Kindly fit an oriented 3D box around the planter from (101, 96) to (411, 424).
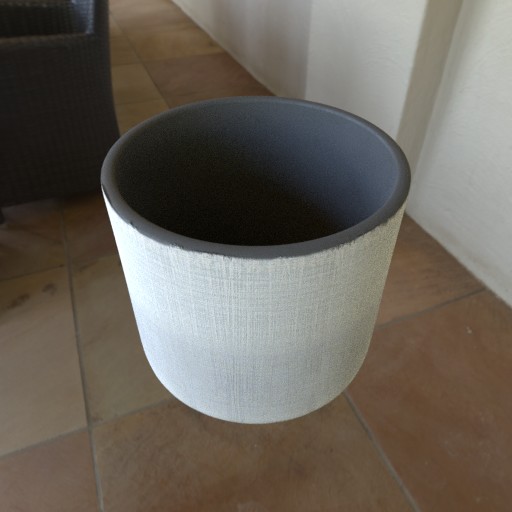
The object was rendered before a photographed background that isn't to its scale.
[{"bbox_3d":[0.000,0.000,0.392,0.226,0.201,0.226,0,42,0],"label":"planter"}]
